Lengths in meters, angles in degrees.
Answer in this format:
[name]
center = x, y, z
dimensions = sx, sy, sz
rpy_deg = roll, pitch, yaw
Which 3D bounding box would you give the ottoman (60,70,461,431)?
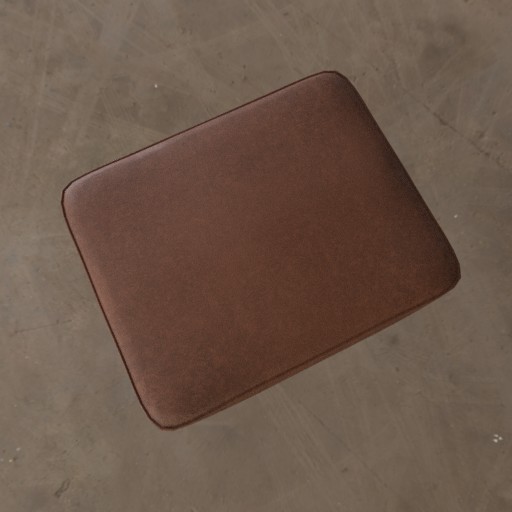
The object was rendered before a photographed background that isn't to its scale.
[ottoman]
center = 0.000, 0.000, 1.129
dimensions = 0.738, 0.537, 0.589
rpy_deg = -25, 78, -6
